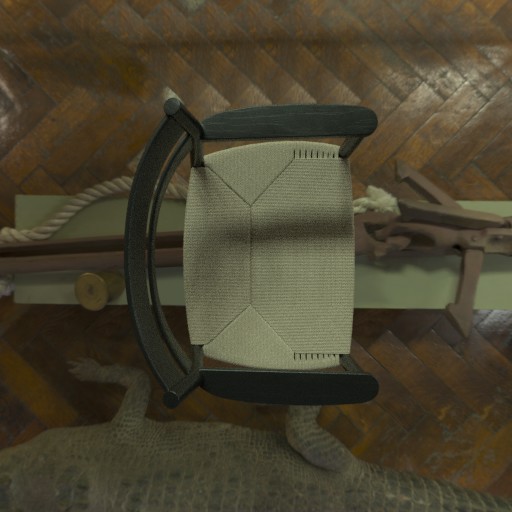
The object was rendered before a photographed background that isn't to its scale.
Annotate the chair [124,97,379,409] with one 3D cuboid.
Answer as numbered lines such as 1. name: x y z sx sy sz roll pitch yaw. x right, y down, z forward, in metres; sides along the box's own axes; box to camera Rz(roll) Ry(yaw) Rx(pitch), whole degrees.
1. chair: 0.000 0.000 1.193 0.508 0.775 0.630 0 89 -1
